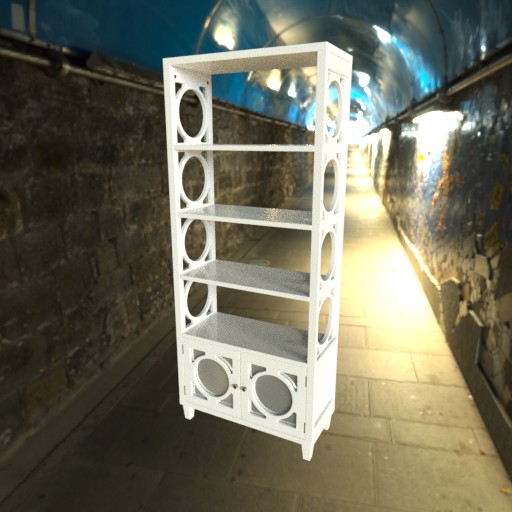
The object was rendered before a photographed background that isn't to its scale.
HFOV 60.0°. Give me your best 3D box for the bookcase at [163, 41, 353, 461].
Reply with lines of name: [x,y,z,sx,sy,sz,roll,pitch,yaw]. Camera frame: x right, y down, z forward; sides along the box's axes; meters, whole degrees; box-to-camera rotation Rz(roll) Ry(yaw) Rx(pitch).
bookcase: [0.000,0.000,2.154,0.761,1.869,0.361,8,17,27]
